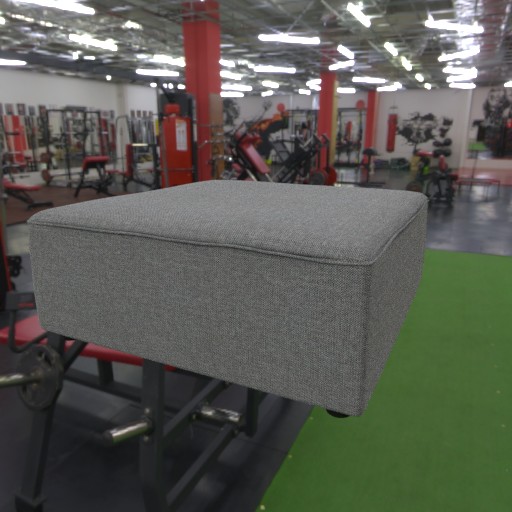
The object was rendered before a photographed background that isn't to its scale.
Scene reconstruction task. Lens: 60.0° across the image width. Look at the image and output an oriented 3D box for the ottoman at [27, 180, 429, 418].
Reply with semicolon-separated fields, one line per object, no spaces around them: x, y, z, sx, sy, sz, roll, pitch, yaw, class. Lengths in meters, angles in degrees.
0.000;0.000;1.533;1.017;0.423;1.023;8;17;26;ottoman
